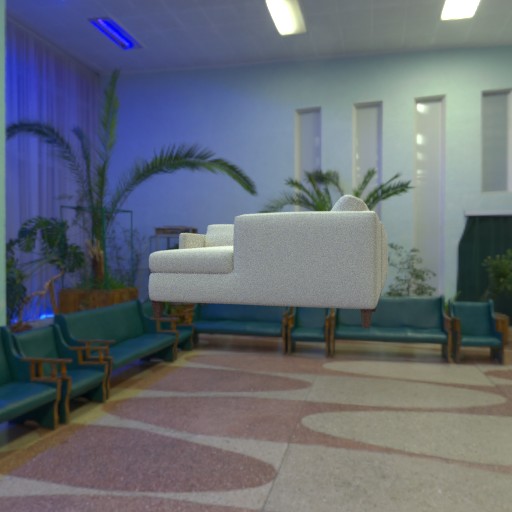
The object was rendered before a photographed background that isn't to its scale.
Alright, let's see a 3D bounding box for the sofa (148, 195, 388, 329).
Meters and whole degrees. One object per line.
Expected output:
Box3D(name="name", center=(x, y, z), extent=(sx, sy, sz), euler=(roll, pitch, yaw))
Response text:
Box3D(name="sofa", center=(0.000, 0.000, 4.551), extent=(2.551, 0.853, 3.238), euler=(0, 1, 17))
